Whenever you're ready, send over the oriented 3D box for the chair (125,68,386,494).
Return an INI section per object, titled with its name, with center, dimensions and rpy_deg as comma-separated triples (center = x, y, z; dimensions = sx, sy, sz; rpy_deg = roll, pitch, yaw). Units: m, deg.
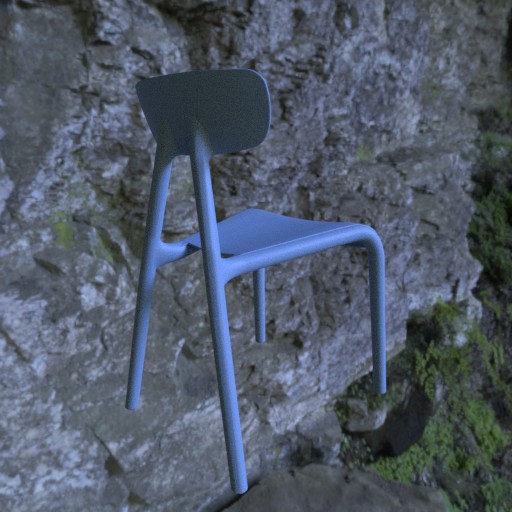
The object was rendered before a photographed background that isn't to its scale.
[chair]
center = 0.000, 0.000, 0.804
dimensions = 0.356, 0.580, 0.401
rpy_deg = 14, 20, 42
